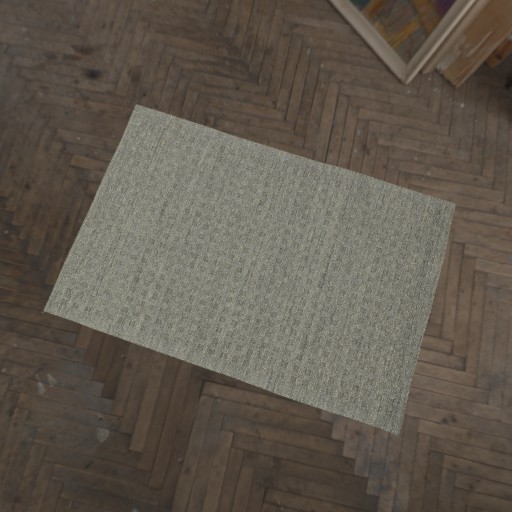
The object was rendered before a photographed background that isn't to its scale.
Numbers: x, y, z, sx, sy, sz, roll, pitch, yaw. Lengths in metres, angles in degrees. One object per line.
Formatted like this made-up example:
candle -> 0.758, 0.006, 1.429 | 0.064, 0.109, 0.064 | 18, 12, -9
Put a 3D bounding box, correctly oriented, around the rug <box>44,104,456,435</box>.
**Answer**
rug -> 0.000, 0.000, 2.859 | 2.297, 0.018, 1.532 | 18, 77, 4
